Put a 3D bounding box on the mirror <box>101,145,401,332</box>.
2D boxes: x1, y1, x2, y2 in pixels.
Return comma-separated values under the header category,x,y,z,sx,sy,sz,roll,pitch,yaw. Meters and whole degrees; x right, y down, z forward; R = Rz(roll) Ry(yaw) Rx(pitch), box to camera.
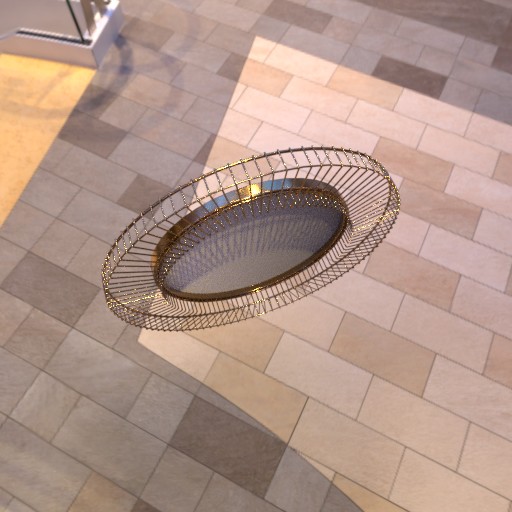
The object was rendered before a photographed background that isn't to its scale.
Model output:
category,x,y,z,sx,sy,sz,roll,pitch,yaw
mirror,0.000,0.000,1.059,0.703,0.703,0.067,-17,64,-8
